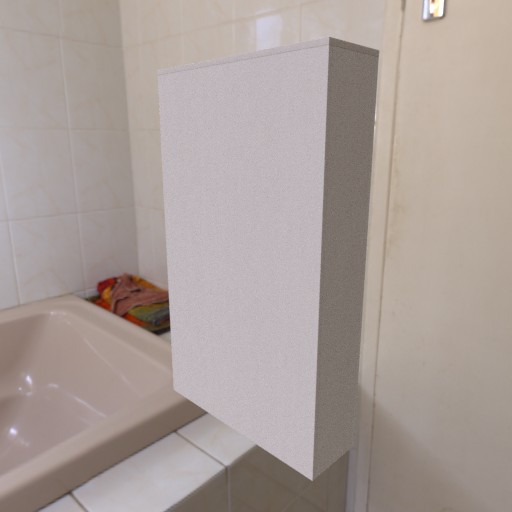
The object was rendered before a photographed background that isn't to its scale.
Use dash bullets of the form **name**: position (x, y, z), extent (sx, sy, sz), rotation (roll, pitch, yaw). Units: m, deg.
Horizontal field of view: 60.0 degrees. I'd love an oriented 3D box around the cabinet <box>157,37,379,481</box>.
- **cabinet**: position (0.000, 0.000, 1.575), extent (0.750, 1.280, 0.250), rotation (14, 20, 43)
